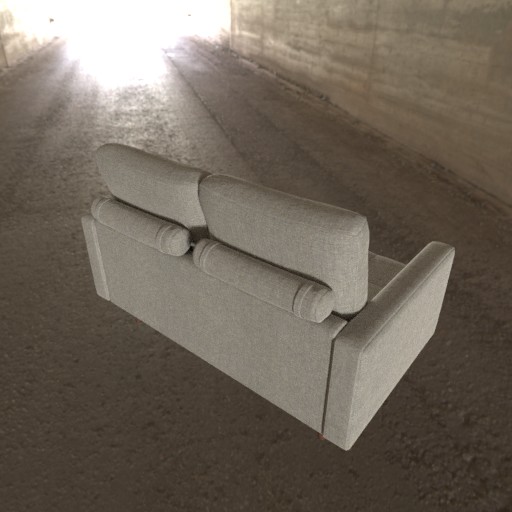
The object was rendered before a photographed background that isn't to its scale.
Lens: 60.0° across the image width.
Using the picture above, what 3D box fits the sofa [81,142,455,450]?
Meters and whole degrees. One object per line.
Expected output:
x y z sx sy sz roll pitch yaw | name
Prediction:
0.000 0.000 1.916 1.407 0.907 0.842 22 37 33 | sofa
